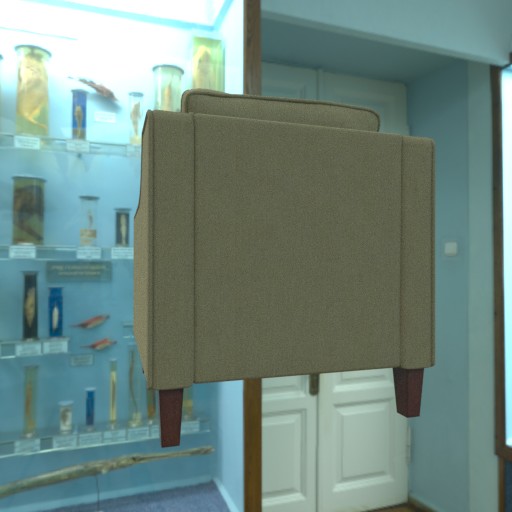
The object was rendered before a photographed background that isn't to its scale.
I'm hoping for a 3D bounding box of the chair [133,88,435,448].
[{"bbox_3d":[0.000,0.000,1.606,0.831,0.960,0.909,0,-1,-18],"label":"chair"}]
